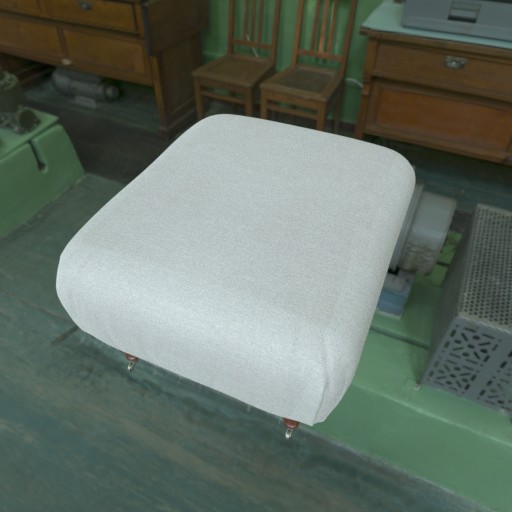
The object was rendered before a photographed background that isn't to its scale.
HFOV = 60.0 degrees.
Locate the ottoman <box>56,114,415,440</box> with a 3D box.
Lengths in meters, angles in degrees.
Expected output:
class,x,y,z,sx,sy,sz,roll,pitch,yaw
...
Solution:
class,x,y,z,sx,sy,sz,roll,pitch,yaw
ottoman,0.000,0.000,1.128,0.639,0.450,0.746,17,47,17
